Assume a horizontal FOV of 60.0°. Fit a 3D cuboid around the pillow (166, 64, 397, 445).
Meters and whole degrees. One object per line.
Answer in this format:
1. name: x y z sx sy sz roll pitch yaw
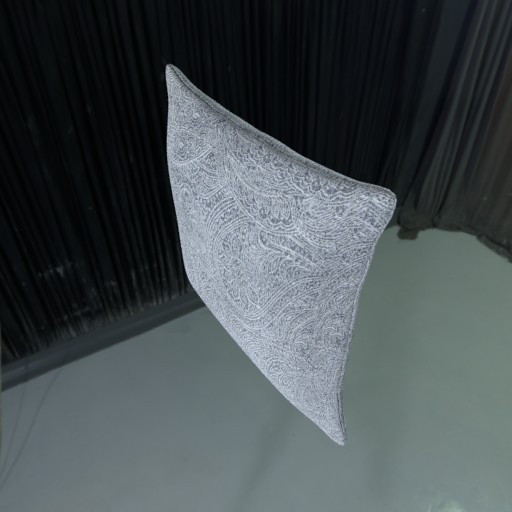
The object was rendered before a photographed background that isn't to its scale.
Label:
1. pillow: 0.000 0.000 0.766 0.166 0.510 0.523 -24 46 -26
